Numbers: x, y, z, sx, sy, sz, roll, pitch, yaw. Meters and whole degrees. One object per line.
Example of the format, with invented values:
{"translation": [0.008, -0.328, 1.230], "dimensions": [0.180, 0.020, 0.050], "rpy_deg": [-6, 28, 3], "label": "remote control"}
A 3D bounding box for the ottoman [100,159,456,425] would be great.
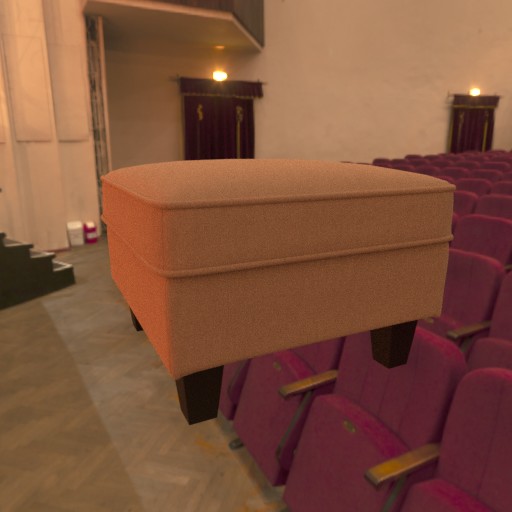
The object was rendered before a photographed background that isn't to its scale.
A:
{"translation": [0.000, 0.000, 1.034], "dimensions": [0.613, 0.438, 0.616], "rpy_deg": [-7, 16, -25], "label": "ottoman"}
